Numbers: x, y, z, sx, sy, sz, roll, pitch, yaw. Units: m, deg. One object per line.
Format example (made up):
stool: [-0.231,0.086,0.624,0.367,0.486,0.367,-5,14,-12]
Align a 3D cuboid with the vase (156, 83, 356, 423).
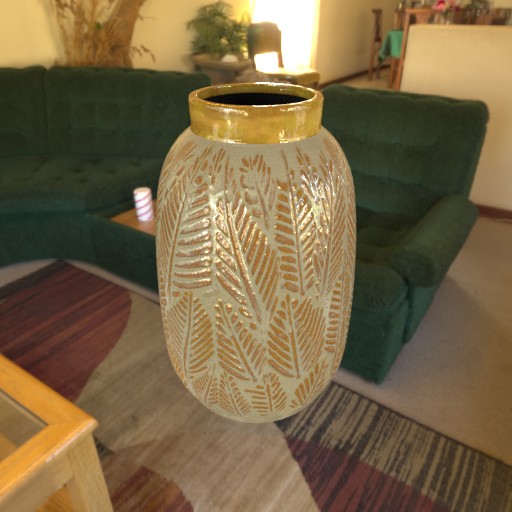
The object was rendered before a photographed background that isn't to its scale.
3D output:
vase: [0.000,0.000,0.386,0.172,0.270,0.172,0,30,0]
